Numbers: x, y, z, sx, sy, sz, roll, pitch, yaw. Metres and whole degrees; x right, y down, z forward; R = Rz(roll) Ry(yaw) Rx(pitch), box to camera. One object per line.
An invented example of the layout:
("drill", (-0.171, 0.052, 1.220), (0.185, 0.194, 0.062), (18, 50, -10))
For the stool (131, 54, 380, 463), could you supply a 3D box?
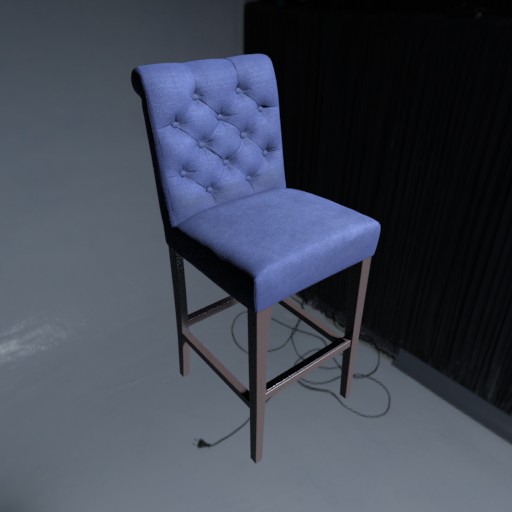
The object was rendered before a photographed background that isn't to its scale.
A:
("stool", (0.000, 0.000, 1.452), (0.493, 1.140, 0.601), (-22, 38, -32))
